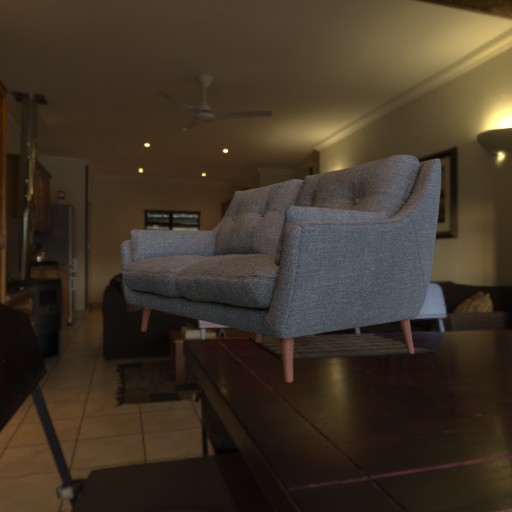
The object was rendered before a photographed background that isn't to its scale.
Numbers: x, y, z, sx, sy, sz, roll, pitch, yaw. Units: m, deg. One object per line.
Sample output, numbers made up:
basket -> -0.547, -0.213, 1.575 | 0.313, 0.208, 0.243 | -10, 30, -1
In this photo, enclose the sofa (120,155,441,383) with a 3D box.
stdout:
sofa -> 0.000, 0.000, 2.276 | 0.976, 0.887, 1.646 | 0, -1, -36
